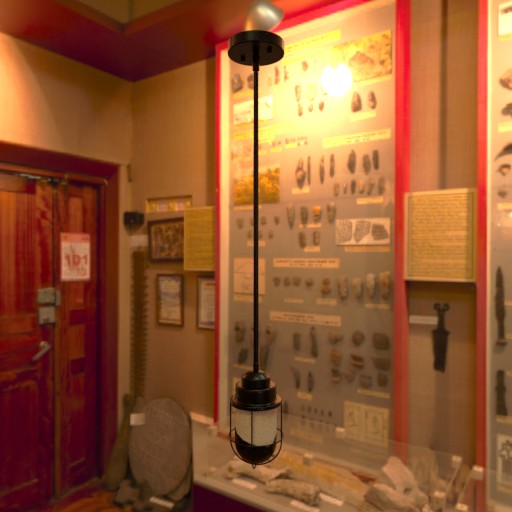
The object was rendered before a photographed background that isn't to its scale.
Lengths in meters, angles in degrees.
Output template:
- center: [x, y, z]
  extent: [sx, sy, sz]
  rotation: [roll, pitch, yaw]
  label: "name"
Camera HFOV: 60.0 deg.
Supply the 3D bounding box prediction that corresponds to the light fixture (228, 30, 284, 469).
- center: [0.000, 0.000, 0.967]
  extent: [0.123, 0.920, 0.123]
  rotation: [0, 1, 36]
  label: "light fixture"
